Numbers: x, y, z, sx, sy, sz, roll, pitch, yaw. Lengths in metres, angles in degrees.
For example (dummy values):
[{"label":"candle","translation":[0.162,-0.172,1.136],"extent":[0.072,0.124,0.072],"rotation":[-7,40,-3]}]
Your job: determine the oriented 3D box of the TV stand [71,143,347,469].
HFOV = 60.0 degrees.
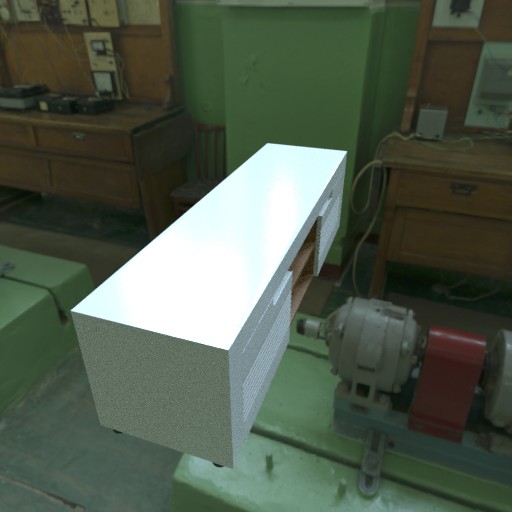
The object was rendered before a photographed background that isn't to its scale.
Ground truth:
[{"label":"TV stand","translation":[0.000,0.000,1.724],"extent":[0.410,0.440,1.500],"rotation":[10,32,17]}]
